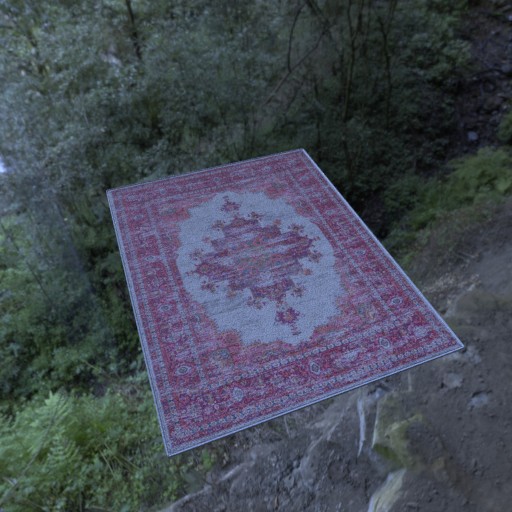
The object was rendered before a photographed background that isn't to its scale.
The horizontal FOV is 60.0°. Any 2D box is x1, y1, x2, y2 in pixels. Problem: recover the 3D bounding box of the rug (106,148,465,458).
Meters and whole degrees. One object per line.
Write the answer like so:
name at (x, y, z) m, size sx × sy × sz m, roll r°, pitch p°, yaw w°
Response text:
rug at (0.000, 0.000, 4.291) m, size 2.447 × 0.017 × 3.123 m, roll -15°, pitch 48°, yaw -14°
